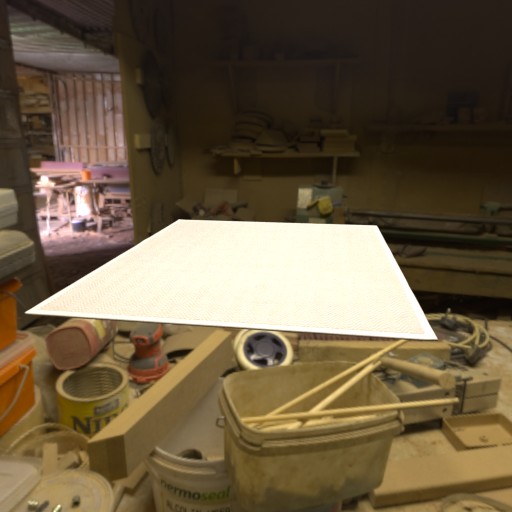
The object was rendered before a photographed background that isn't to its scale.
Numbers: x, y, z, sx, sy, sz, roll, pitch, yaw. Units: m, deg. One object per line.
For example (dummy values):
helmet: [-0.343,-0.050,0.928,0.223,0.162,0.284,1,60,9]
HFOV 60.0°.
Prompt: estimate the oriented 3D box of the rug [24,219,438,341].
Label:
rug: [0.000,0.000,3.959,2.423,0.019,3.009,2,16,8]
